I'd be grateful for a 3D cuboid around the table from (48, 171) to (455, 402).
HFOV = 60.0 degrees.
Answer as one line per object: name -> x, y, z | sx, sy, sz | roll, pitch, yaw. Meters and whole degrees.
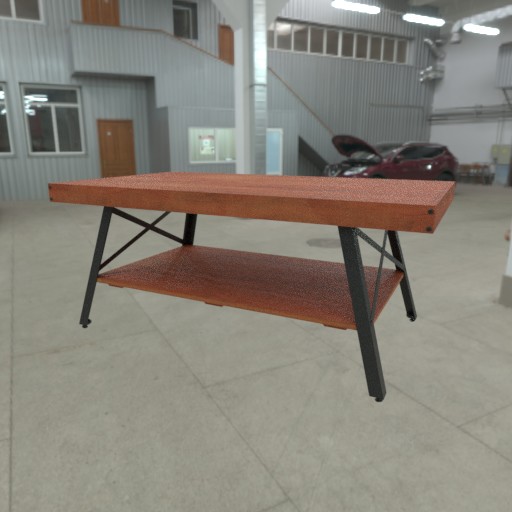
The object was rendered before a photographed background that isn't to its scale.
table -> 0.000, 0.000, 1.390 | 1.067, 0.457, 0.610 | 7, 16, 26
